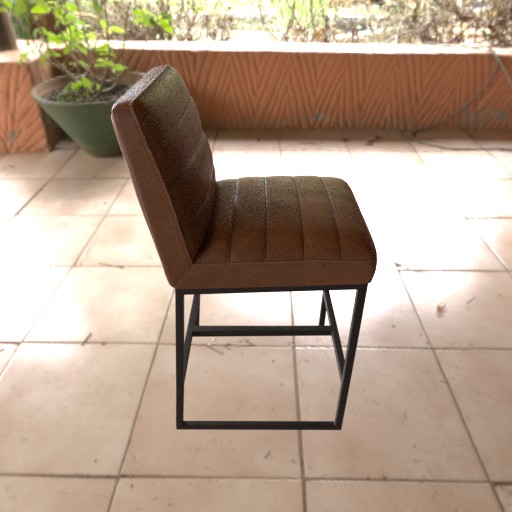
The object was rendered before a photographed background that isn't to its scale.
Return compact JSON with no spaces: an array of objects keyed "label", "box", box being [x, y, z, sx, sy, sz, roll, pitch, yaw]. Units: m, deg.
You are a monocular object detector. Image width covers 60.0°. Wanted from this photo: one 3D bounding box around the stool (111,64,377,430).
[{"label":"stool","box":[0.000,0.000,1.239,0.556,0.940,0.458,0,33,0]}]
